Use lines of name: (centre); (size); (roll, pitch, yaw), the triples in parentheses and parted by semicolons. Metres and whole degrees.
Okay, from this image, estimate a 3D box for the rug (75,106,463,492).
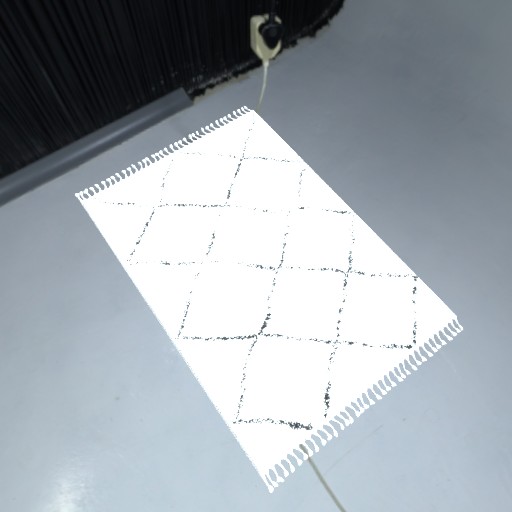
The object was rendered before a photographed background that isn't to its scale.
rug: (0.000, 0.000, 2.905); (1.494, 0.031, 2.307); (-33, 67, -16)
